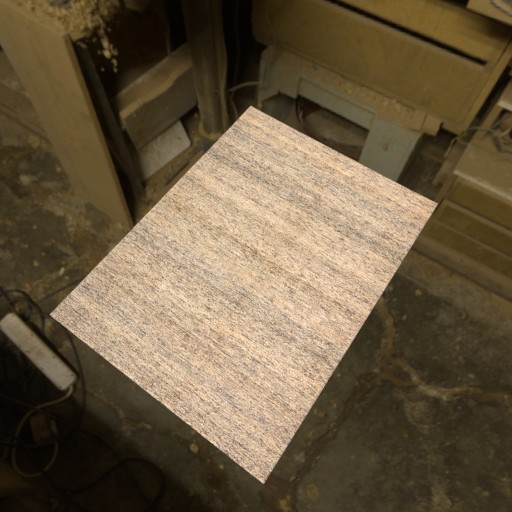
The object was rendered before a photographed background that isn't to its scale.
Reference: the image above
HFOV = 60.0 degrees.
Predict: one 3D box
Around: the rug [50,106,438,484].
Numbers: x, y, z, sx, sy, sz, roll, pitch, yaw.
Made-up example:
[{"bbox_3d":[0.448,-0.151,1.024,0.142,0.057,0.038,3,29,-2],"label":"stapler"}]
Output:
[{"bbox_3d":[0.000,0.000,4.377,2.414,0.036,3.199,32,67,15],"label":"rug"}]
